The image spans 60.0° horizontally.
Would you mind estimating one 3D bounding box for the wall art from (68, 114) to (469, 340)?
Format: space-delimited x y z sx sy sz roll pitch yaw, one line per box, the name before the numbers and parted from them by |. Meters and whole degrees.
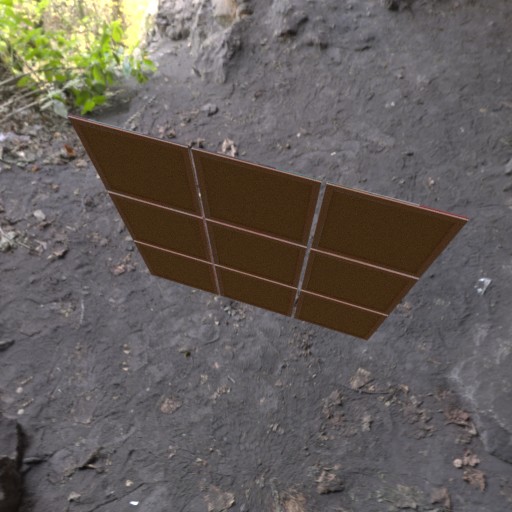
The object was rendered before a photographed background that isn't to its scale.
wall art | 0.000 0.000 2.292 1.521 1.519 0.013 16 65 8
